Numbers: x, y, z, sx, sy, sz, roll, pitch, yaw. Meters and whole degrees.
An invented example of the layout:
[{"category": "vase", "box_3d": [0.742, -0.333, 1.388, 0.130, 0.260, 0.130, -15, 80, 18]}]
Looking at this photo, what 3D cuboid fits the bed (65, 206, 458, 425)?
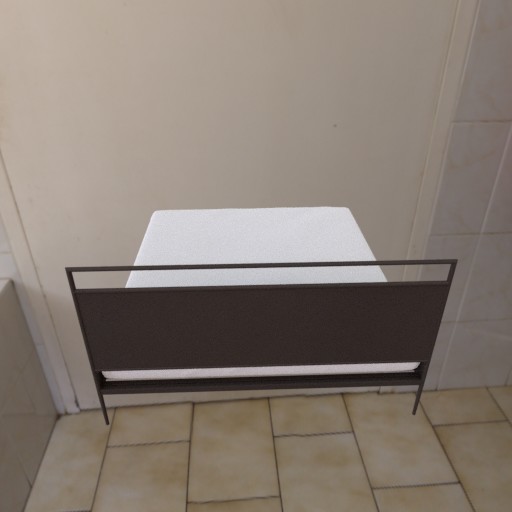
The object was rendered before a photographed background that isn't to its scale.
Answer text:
[{"category": "bed", "box_3d": [0.000, 0.000, 3.459, 1.993, 1.173, 2.151, -1, 31, -2]}]
